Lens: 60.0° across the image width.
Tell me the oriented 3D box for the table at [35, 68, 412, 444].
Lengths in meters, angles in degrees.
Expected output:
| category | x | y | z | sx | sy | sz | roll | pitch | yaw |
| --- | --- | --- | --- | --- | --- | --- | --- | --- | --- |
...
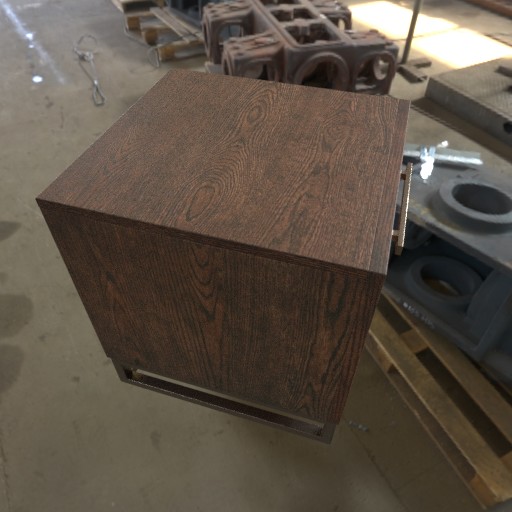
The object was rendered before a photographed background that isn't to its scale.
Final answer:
| category | x | y | z | sx | sy | sz | roll | pitch | yaw |
| --- | --- | --- | --- | --- | --- | --- | --- | --- | --- |
| table | 0.000 | 0.000 | 1.008 | 0.566 | 0.582 | 0.506 | 13 | 47 | 12 |
